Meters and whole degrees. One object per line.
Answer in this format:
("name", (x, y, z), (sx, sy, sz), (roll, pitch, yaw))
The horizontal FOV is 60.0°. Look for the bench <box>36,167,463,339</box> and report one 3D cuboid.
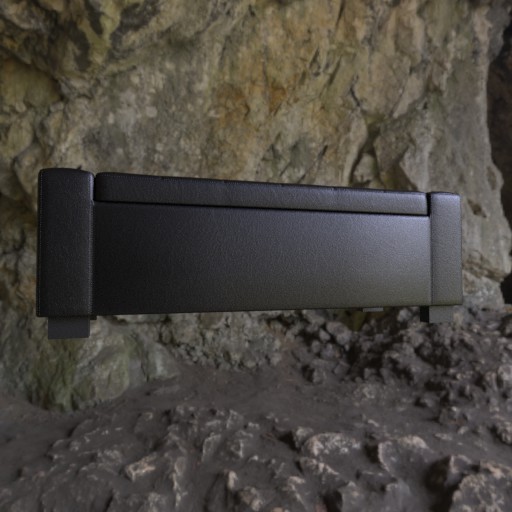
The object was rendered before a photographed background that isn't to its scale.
("bench", (0.000, 0.000, 1.523), (1.296, 0.445, 0.508), (1, -2, -17))
